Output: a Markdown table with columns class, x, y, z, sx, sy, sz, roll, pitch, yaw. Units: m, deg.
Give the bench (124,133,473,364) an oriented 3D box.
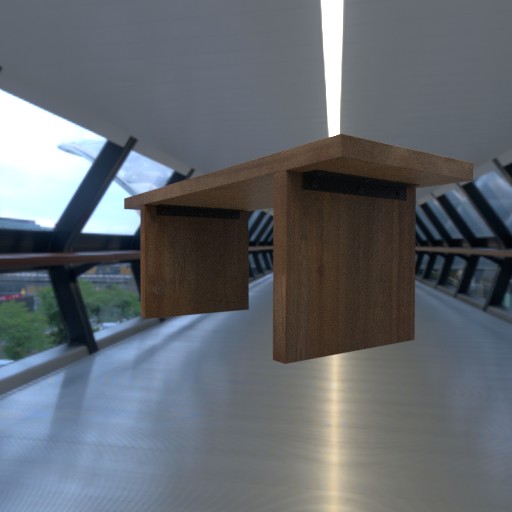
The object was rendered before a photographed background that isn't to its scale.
| class | x | y | z | sx | sy | sz | roll | pitch | yaw |
| --- | --- | --- | --- | --- | --- | --- | --- | --- | --- |
| bench | 0.000 | 0.000 | 1.431 | 0.458 | 0.458 | 1.183 | 0 | 0 | -35 |
